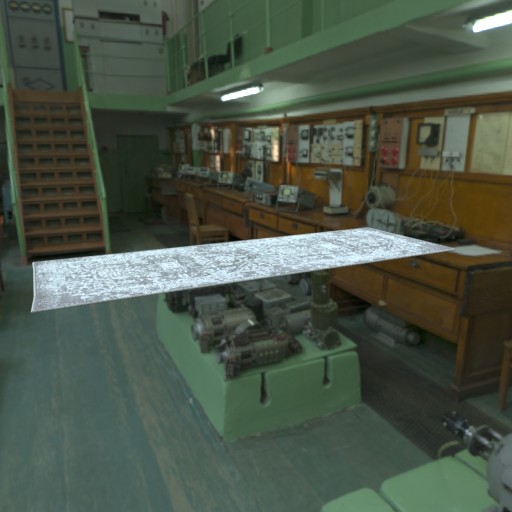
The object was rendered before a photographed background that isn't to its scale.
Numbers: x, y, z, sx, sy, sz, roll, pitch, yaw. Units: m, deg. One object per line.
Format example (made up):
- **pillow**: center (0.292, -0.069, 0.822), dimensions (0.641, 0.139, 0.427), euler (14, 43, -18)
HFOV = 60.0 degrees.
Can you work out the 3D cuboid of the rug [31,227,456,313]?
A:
- **rug**: center (0.000, 0.000, 2.686), dimensions (2.452, 0.017, 0.855), euler (-7, 16, -26)
